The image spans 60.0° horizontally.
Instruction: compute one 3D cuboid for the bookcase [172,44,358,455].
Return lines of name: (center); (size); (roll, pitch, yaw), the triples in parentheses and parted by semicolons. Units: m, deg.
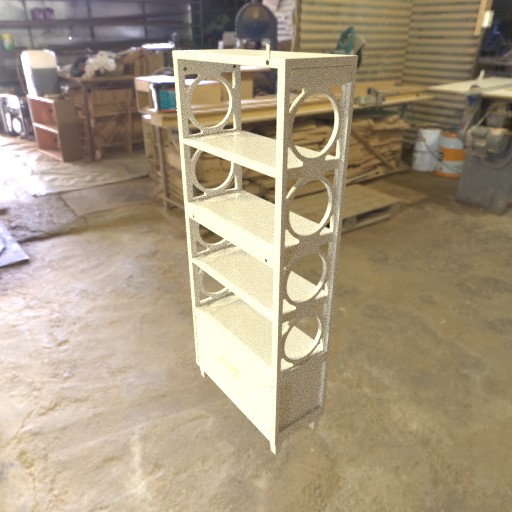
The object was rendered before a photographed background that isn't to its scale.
bookcase: (0.000, 0.000, 2.143); (0.361, 1.869, 0.761); (-19, 32, -32)
